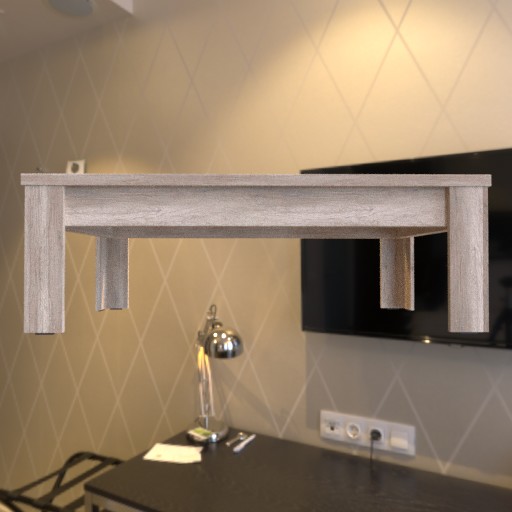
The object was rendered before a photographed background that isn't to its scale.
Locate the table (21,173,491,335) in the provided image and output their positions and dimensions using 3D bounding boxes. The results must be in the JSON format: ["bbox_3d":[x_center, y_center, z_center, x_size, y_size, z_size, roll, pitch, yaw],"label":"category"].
[{"bbox_3d":[0.000,0.000,1.618,1.350,0.460,0.700,0,-1,-1],"label":"table"}]
